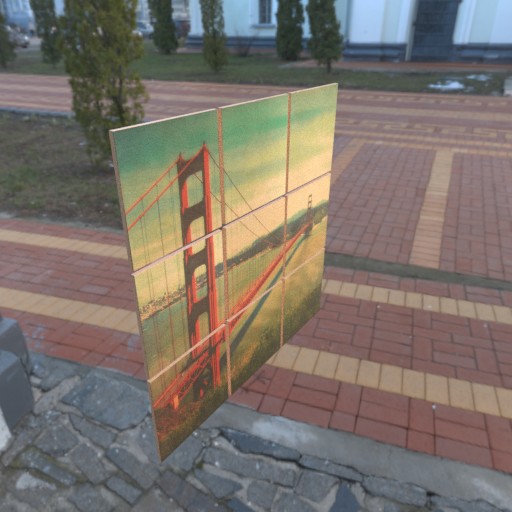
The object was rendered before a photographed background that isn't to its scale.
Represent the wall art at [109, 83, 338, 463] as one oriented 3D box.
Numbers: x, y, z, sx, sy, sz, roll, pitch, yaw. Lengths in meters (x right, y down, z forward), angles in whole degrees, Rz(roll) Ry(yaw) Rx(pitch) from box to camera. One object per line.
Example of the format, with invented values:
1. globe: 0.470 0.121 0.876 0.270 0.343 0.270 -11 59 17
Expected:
1. wall art: 0.000 0.000 1.801 0.016 1.207 1.217 18 33 31
